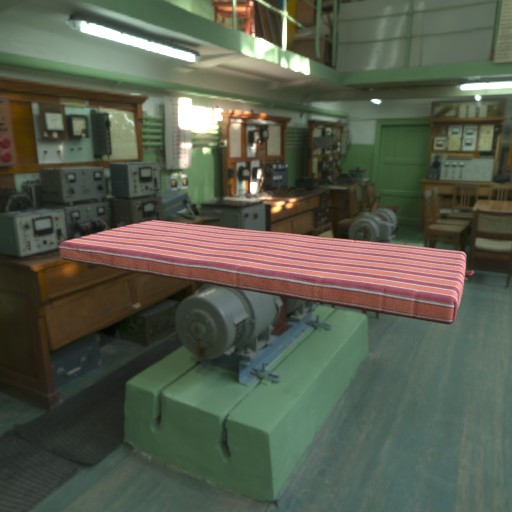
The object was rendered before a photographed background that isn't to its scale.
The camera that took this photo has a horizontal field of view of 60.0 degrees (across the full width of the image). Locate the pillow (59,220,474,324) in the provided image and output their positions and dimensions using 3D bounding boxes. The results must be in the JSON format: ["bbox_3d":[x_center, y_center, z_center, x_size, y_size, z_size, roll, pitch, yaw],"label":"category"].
[{"bbox_3d":[0.000,0.000,1.343,1.187,0.081,0.492,7,16,26],"label":"pillow"}]
